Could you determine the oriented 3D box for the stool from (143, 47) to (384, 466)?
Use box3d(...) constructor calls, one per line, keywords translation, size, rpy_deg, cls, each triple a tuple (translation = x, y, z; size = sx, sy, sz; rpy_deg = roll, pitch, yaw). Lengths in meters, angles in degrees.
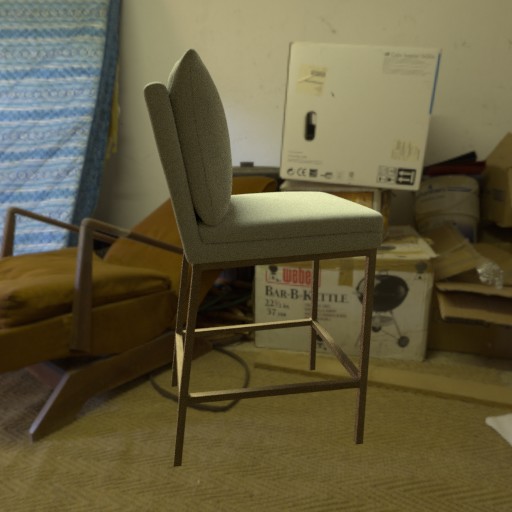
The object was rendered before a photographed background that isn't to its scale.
box3d(translation=(0.000, 0.000, 1.296), size=(0.572, 1.032, 0.463), rpy_deg=(-3, 15, -11), cls="stool")
